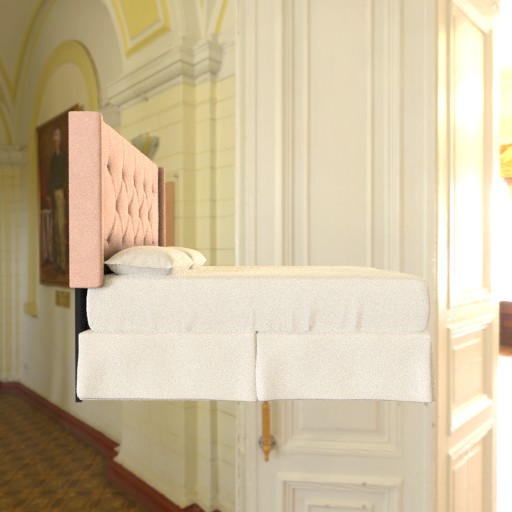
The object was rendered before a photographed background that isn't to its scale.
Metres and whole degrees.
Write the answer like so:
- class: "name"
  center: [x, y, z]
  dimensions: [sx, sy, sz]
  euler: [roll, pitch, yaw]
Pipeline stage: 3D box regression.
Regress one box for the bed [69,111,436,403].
- class: "bed"
  center: [0.000, 0.000, 3.281]
  dimensions: [2.066, 1.665, 1.719]
  euler: [0, 1, 0]
